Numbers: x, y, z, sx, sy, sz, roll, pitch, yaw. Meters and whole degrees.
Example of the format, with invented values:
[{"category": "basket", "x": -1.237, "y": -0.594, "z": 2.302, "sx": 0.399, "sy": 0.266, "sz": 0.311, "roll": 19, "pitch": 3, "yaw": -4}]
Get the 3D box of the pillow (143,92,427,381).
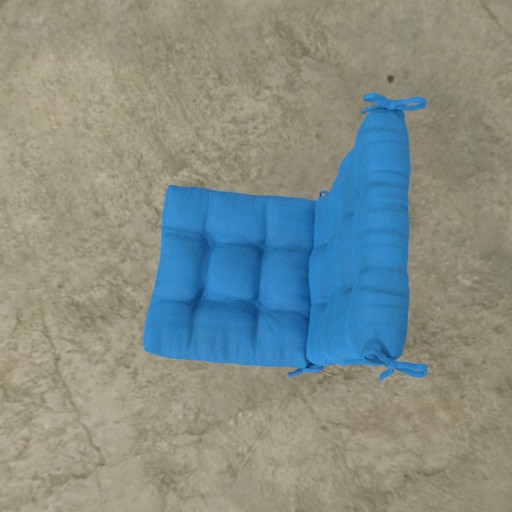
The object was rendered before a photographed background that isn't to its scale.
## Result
[{"category": "pillow", "x": 0.000, "y": 0.000, "z": 1.005, "sx": 0.571, "sy": 0.605, "sz": 0.519, "roll": 5, "pitch": 76, "yaw": 1}]
